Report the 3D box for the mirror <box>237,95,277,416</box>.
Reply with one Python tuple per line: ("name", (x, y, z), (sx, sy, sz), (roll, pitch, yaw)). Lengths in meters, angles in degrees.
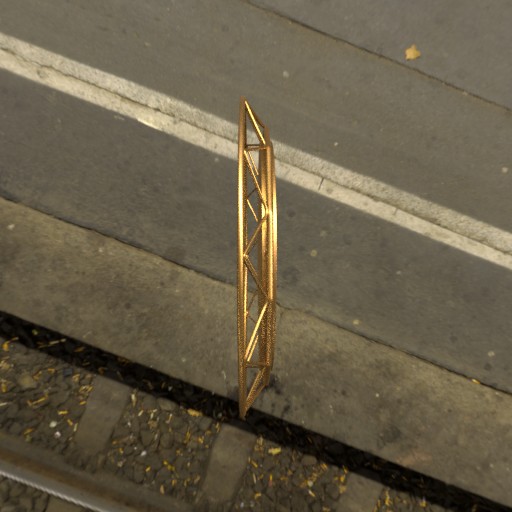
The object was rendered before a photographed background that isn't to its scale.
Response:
("mirror", (0.000, 0.000, 0.666), (0.043, 0.454, 0.454), (0, 90, -1))
